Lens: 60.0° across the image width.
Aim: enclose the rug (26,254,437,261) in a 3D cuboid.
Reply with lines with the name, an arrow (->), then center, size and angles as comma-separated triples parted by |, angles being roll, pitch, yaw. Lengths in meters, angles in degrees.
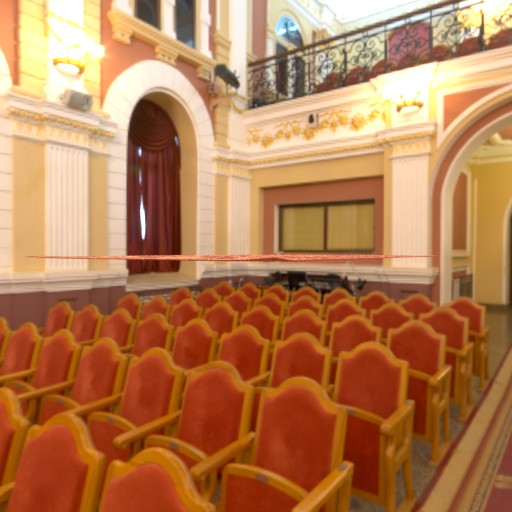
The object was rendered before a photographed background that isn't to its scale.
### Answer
rug -> 0.000, 0.000, 4.170 | 2.489, 0.030, 3.086 | 0, 1, 36
